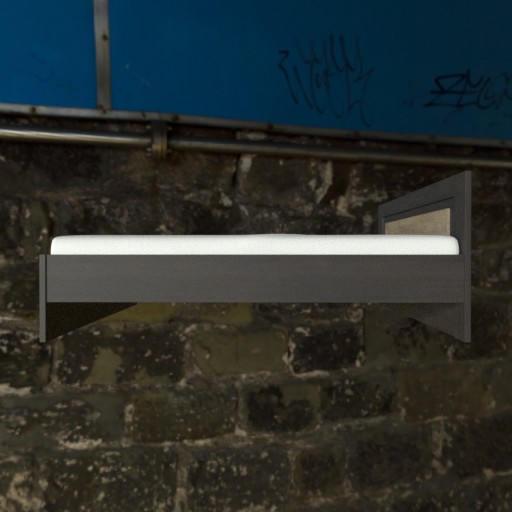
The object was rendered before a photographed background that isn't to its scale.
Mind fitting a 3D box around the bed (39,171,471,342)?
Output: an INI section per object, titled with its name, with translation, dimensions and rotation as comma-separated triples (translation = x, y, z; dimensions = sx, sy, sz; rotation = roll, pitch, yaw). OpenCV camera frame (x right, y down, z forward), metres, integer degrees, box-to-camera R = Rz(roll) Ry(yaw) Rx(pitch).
[bed]
translation = 0.000, 0.000, 2.921
dimensions = 2.073, 0.823, 1.585
rotation = 0, 0, 1
